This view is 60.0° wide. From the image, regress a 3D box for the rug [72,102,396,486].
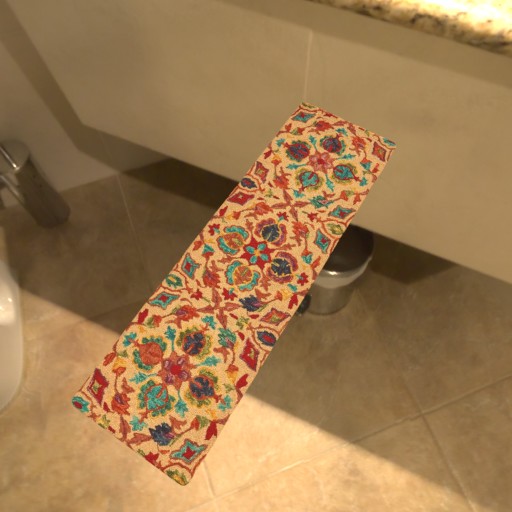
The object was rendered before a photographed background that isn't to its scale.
[{"bbox_3d":[0.000,0.000,2.460,0.693,0.016,2.273,30,68,13],"label":"rug"}]
